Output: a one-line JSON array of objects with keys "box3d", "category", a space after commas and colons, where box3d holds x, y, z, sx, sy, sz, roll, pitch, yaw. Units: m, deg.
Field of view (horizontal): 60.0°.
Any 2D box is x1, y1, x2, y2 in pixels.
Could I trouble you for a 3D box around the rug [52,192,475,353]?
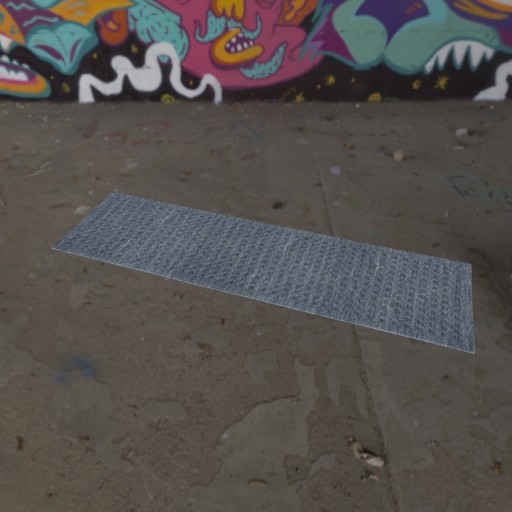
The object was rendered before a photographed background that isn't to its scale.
[{"box3d": [0.000, 0.000, 2.668, 2.443, 0.008, 0.688, 13, 41, 15], "category": "rug"}]
